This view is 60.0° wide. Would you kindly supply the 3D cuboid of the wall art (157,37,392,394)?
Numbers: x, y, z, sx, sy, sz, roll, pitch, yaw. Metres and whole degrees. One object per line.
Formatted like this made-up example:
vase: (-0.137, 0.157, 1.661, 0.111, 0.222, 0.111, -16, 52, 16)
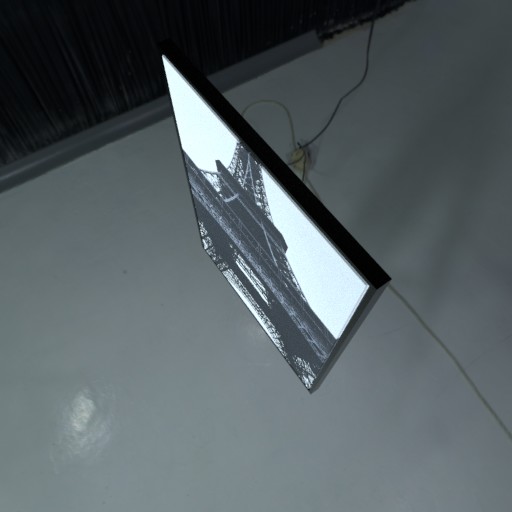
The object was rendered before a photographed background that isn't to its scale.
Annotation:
wall art: (0.000, 0.000, 1.423, 0.040, 1.062, 0.805, -32, 67, -15)
